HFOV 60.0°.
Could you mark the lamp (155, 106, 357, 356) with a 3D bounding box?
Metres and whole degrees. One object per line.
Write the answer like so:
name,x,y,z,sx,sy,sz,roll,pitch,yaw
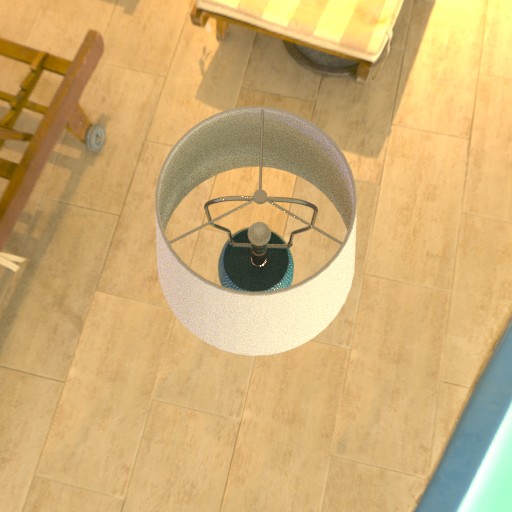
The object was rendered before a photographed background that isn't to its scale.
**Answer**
lamp,0.000,0.000,0.805,0.355,0.582,0.355,0,76,0
